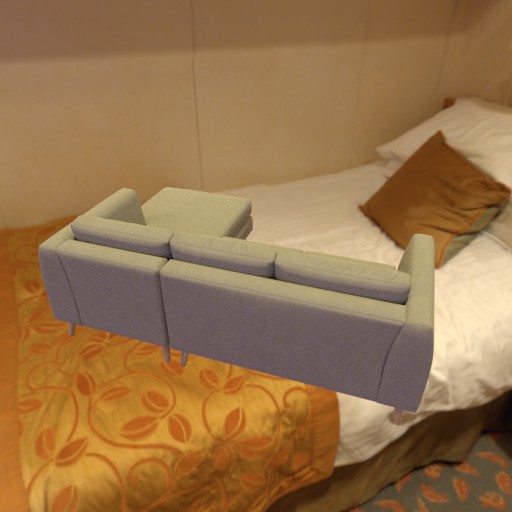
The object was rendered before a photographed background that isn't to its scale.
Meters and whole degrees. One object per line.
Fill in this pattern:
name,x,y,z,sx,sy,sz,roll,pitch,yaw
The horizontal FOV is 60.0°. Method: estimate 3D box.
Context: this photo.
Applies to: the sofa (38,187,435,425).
sofa,0.000,0.000,3.078,2.300,0.860,1.580,11,34,16
